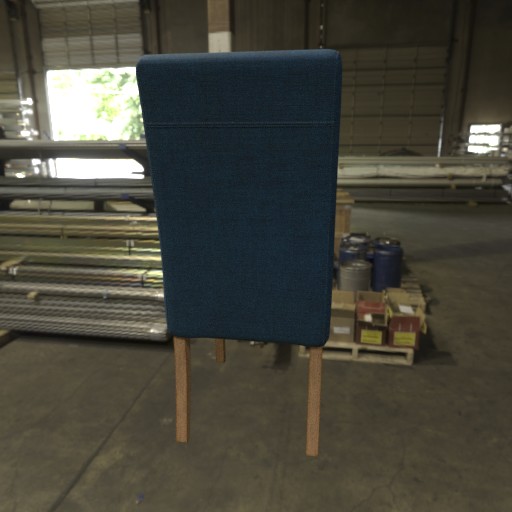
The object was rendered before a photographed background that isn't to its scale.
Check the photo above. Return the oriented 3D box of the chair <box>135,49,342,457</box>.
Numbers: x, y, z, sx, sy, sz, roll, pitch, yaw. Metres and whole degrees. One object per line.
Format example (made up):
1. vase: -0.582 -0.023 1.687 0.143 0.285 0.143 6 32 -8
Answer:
1. chair: 0.000 0.000 1.323 0.450 1.029 0.610 2 15 9
